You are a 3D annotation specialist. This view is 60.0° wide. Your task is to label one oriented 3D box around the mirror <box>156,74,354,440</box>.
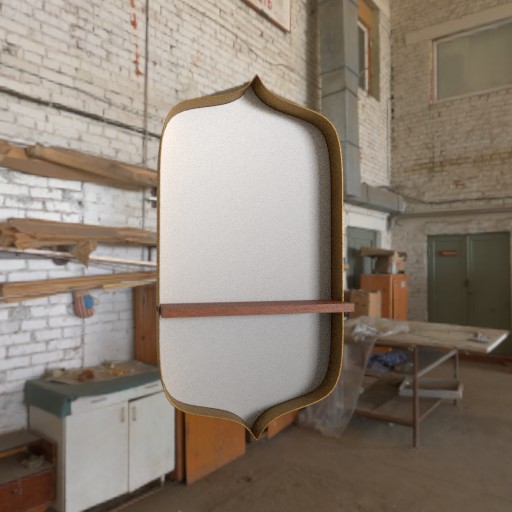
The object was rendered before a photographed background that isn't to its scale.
[{"bbox_3d":[0.000,0.000,0.745,0.323,0.613,0.096,0,-1,-17],"label":"mirror"}]
